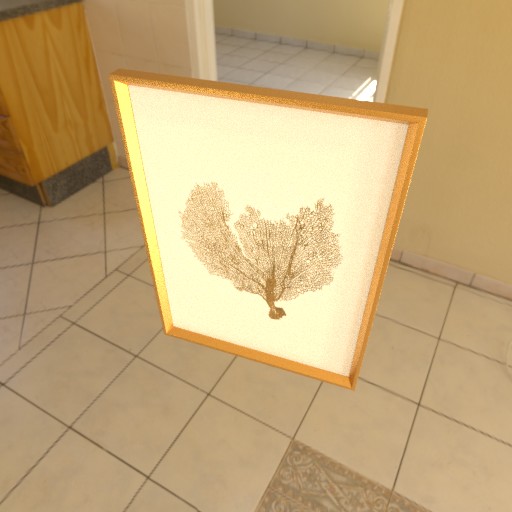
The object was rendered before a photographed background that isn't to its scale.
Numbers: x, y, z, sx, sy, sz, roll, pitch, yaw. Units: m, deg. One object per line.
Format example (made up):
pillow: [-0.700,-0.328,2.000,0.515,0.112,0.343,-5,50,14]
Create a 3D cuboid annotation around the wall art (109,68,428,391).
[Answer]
wall art: [0.000,0.000,1.085,0.610,0.812,0.038,13,43,15]
